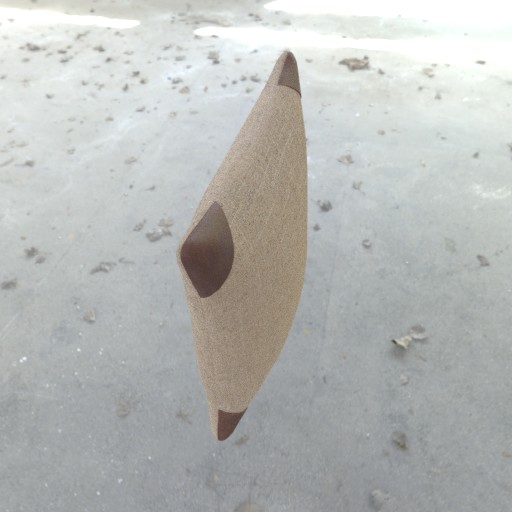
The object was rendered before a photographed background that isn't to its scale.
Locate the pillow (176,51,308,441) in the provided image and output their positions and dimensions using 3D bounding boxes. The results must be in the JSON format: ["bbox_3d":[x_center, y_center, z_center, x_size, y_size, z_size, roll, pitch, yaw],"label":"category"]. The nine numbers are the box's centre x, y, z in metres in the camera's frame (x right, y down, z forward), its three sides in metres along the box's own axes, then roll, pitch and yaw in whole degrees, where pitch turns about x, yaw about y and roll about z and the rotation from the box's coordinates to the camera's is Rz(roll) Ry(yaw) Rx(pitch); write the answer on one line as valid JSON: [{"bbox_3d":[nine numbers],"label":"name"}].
[{"bbox_3d":[0.000,0.000,0.670,0.147,0.448,0.437,10,47,10],"label":"pillow"}]
